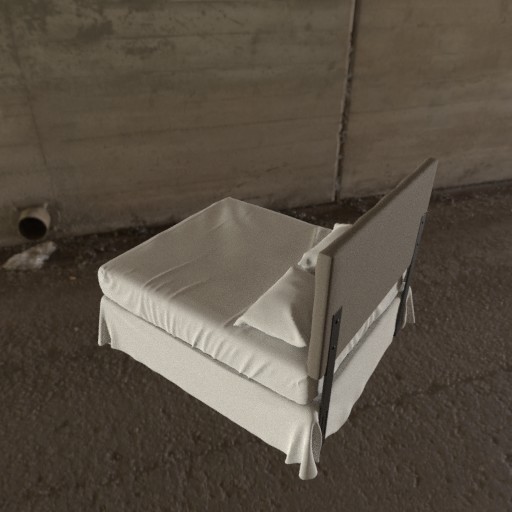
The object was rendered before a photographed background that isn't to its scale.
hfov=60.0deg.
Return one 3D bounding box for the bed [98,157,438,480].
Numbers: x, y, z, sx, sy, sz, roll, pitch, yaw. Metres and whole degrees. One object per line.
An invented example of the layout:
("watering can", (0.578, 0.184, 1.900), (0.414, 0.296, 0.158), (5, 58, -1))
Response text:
("bed", (0.000, 0.000, 3.526), (2.222, 1.577, 1.936), (21, 38, 30))
